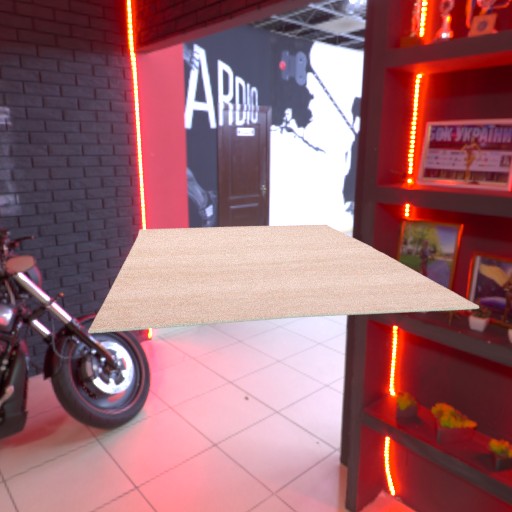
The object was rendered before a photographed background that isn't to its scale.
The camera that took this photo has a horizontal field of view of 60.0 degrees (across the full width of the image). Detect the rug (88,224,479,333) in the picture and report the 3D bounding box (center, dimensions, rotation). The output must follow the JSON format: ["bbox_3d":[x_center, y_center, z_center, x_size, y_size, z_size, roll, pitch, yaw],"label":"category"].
[{"bbox_3d":[0.000,0.000,4.205,2.434,0.045,3.202,-2,14,-9],"label":"rug"}]
